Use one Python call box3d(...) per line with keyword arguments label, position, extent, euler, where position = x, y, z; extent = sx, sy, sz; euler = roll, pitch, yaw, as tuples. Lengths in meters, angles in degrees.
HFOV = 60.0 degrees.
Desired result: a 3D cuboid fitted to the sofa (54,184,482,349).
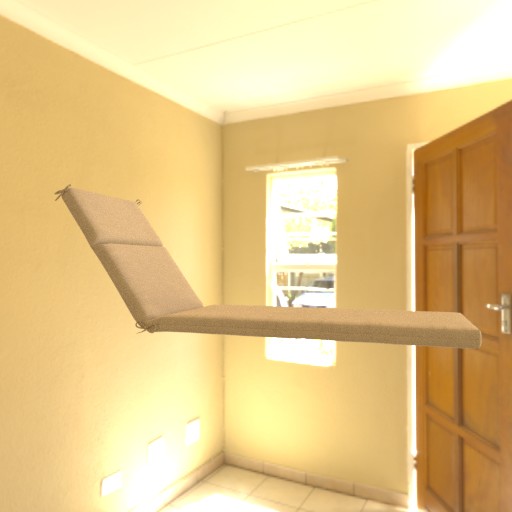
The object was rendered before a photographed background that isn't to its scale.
box3d(label="sofa", position=(0.000, 0.000, 1.890), extent=(1.663, 0.622, 0.582), euler=(0, -1, 19))
